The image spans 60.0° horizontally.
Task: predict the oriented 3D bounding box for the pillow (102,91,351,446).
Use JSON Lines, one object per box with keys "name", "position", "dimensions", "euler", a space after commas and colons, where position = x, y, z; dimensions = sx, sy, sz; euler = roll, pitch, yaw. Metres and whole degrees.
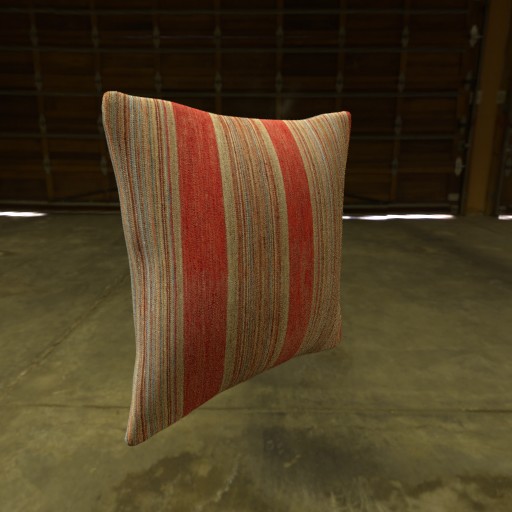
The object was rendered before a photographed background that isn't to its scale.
{"name": "pillow", "position": [0.000, 0.000, 0.640], "dimensions": [0.437, 0.419, 0.136], "euler": [-13, 19, -42]}
